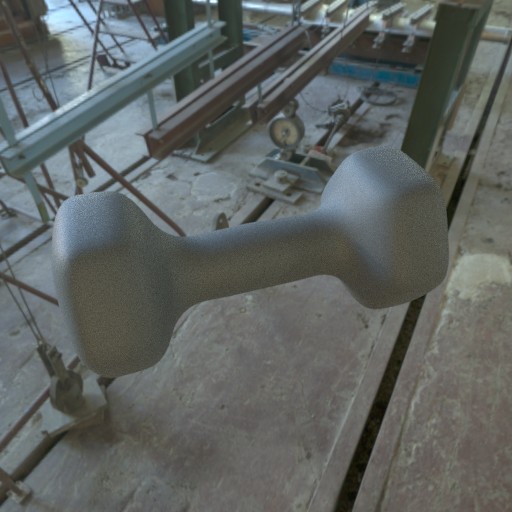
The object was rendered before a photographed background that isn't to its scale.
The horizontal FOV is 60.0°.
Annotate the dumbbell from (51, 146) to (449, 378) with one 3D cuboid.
[{"bbox_3d":[0.000,0.000,0.224,0.184,0.081,0.090,-11,43,-13],"label":"dumbbell"}]
